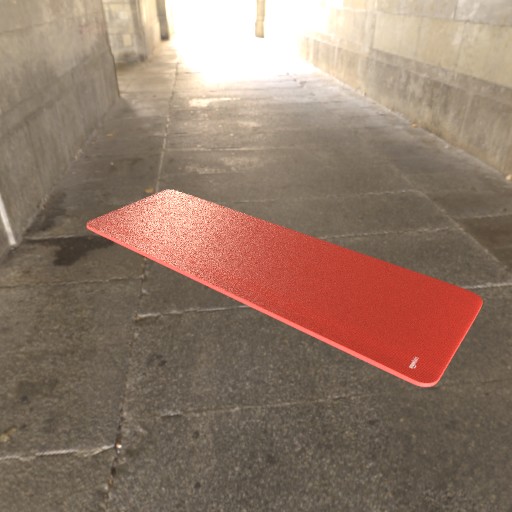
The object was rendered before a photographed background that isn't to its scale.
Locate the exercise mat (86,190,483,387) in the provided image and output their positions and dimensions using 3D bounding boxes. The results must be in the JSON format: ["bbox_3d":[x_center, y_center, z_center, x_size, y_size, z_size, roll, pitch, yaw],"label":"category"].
[{"bbox_3d":[0.000,0.000,2.069,1.869,0.021,0.616,22,37,32],"label":"exercise mat"}]
